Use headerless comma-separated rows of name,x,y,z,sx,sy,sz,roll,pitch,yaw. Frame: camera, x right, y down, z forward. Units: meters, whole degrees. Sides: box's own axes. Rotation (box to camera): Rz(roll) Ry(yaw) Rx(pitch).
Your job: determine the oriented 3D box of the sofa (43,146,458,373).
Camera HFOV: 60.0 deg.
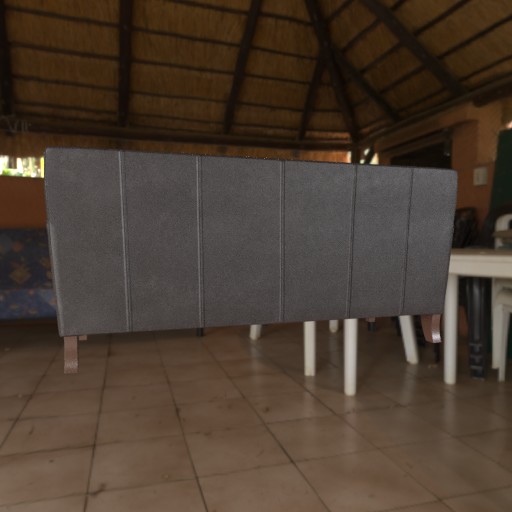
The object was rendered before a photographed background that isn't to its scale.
sofa,0.000,0.000,2.476,2.053,0.947,0.805,-1,2,-17
